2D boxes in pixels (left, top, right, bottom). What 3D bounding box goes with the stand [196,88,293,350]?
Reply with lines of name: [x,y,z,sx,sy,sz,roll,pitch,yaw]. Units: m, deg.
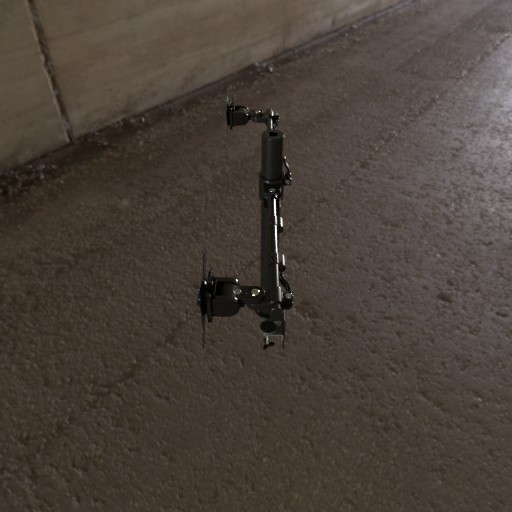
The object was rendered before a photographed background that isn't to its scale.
stand: [0.000,0.000,1.022,0.150,0.603,0.743,0,41,0]
